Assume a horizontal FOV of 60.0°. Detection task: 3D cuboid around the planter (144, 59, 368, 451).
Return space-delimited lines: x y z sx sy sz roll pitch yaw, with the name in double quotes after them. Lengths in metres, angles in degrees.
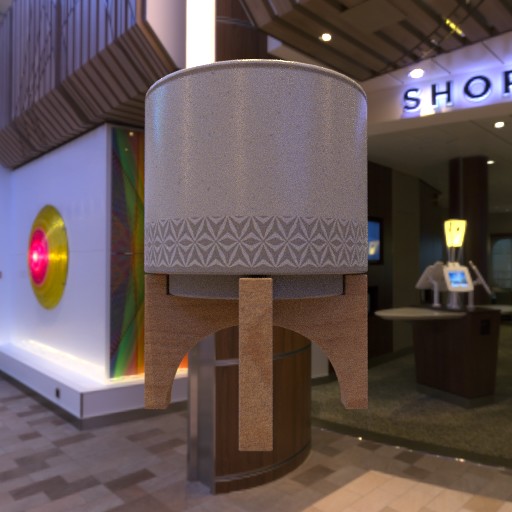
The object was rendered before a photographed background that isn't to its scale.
0.000 0.000 0.265 0.130 0.178 0.130 0 -1 0 "planter"
